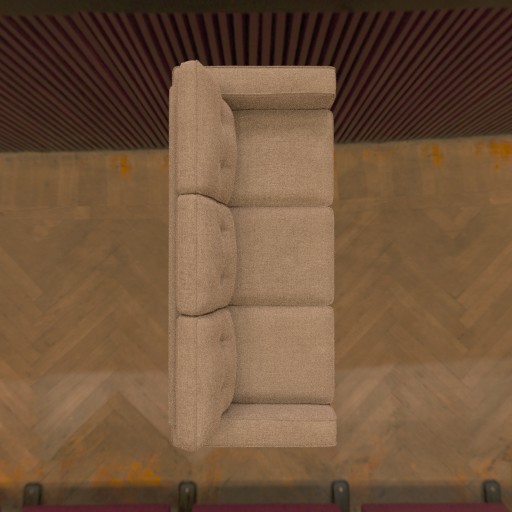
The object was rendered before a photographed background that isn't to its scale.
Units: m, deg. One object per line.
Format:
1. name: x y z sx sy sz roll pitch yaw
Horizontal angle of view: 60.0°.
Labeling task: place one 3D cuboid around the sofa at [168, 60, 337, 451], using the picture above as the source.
1. sofa: 0.000 0.000 2.630 0.939 0.965 2.133 0 89 0
